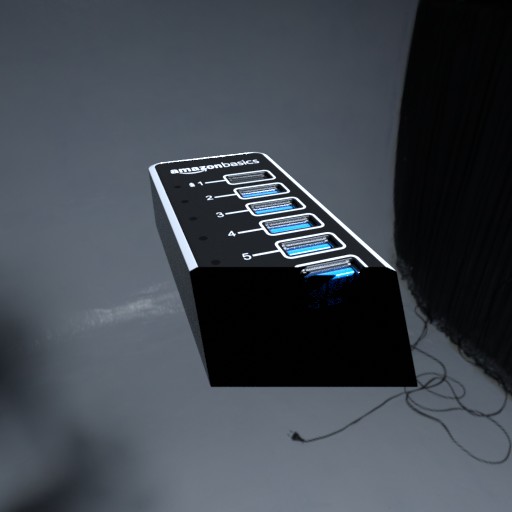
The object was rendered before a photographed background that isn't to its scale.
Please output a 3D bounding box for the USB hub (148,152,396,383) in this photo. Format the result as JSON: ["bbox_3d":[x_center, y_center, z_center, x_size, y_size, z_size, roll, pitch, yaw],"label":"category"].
[{"bbox_3d":[0.000,0.000,0.126,0.044,0.023,0.110,-10,33,-16],"label":"USB hub"}]
